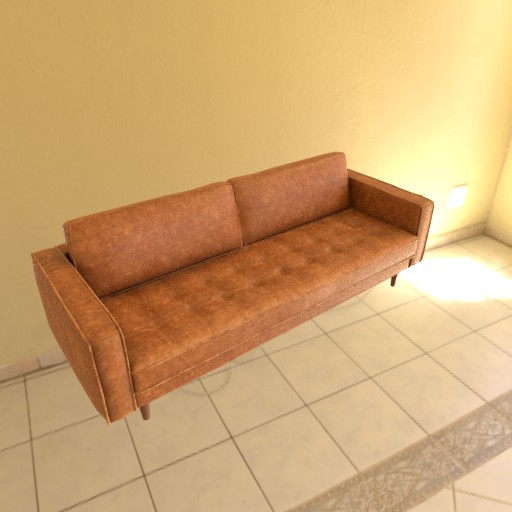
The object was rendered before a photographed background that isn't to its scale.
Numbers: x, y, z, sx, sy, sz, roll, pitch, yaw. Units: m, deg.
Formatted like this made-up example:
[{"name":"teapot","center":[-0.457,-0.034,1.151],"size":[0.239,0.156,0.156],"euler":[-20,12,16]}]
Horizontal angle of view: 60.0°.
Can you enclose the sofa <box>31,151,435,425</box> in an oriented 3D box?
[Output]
[{"name":"sofa","center":[0.000,0.000,2.555],"size":[2.199,0.779,0.886],"euler":[-21,36,-32]}]
